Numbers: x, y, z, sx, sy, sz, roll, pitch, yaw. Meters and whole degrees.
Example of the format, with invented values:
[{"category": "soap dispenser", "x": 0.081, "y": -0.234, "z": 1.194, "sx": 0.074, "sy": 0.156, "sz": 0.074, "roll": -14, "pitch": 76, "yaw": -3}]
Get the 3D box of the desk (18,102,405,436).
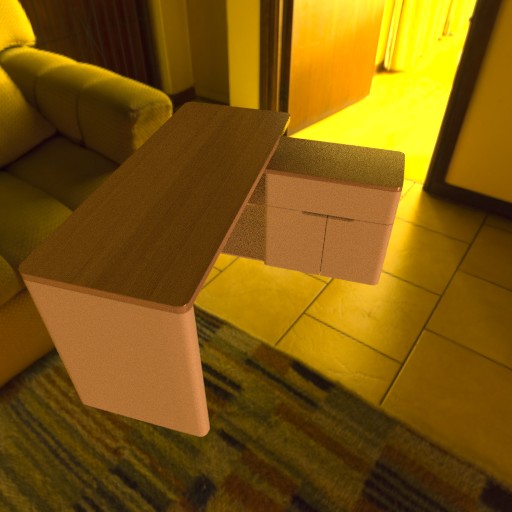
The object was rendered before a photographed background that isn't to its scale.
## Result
[{"category": "desk", "x": 0.000, "y": 0.000, "z": 2.019, "sx": 1.175, "sy": 0.770, "sz": 1.400, "roll": 11, "pitch": 42, "yaw": 12}]
